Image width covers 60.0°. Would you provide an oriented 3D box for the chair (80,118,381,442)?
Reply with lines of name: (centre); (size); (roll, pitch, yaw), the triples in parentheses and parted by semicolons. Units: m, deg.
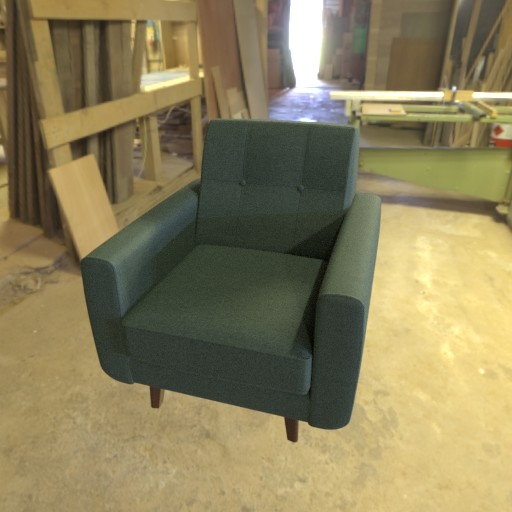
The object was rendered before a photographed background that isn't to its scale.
chair: (0.000, 0.000, 1.597); (0.831, 0.841, 0.909); (8, 27, 15)
